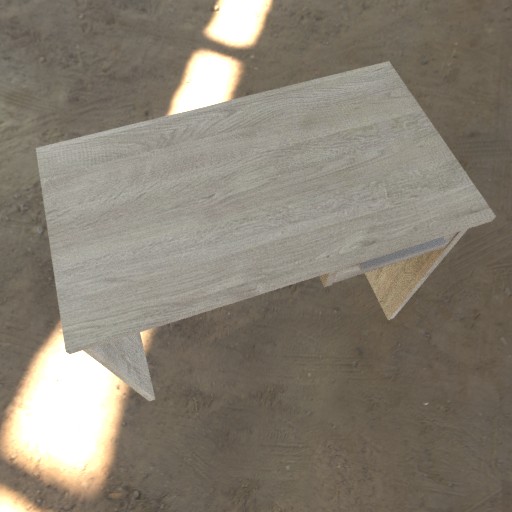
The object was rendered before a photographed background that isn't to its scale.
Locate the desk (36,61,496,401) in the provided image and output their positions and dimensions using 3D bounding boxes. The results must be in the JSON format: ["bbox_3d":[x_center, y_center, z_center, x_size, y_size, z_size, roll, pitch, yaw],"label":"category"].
[{"bbox_3d":[0.000,0.000,1.292,0.893,0.724,0.498,-17,64,-8],"label":"desk"}]
